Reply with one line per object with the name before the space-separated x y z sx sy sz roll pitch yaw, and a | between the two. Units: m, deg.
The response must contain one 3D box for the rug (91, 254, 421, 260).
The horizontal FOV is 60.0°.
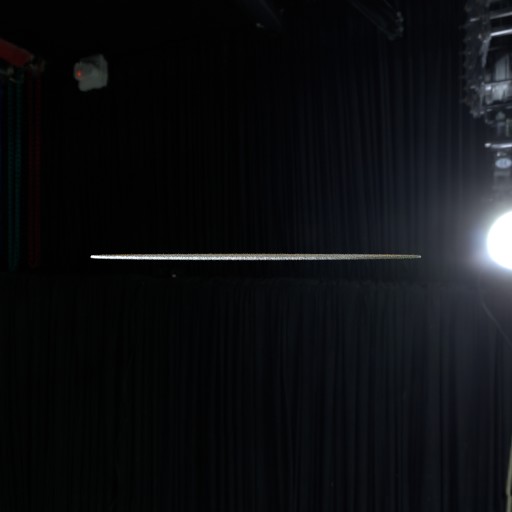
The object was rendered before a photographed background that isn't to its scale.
rug | 0.000 0.000 2.291 1.598 0.010 1.598 0 1 0
